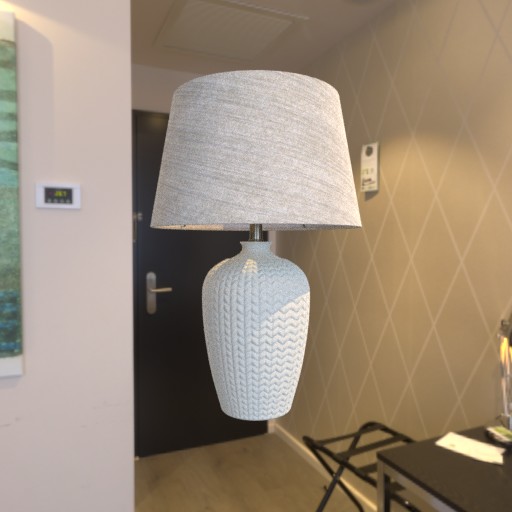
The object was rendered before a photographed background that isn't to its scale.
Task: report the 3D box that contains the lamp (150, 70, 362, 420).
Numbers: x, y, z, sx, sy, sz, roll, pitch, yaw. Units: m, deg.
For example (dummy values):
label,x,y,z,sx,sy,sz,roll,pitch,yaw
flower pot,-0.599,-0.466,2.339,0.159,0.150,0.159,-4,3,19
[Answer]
label,x,y,z,sx,sy,sz,roll,pitch,yaw
lamp,0.000,0.000,0.842,0.390,0.580,0.390,0,2,0
